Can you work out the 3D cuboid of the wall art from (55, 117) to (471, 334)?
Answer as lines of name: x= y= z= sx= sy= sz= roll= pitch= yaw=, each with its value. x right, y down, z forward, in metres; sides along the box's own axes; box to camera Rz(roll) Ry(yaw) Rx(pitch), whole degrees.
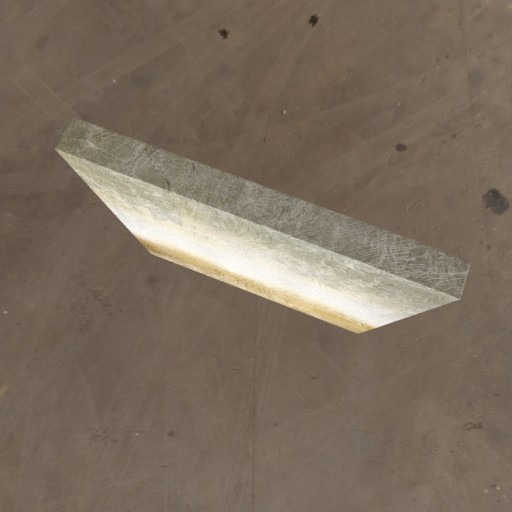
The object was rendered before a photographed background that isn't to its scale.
wall art: x=0.000 y=0.000 z=0.614 sx=0.405 sy=0.407 sz=0.038 roll=21 pitch=77 yaw=5
